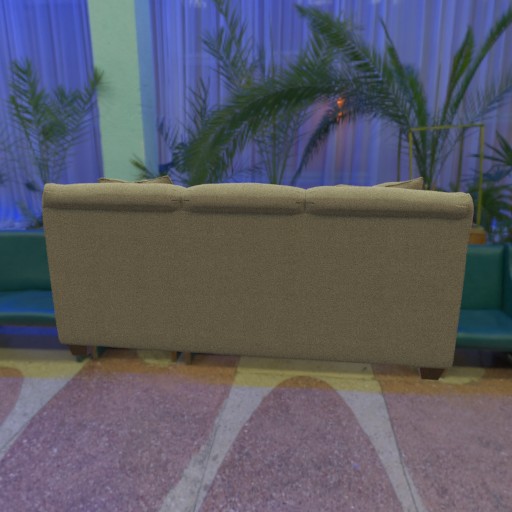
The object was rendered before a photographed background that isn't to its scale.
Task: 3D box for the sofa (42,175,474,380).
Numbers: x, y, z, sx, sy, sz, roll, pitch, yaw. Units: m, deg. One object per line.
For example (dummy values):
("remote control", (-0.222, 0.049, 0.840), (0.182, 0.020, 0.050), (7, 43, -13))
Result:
("sofa", (0.000, 0.000, 2.585), (2.024, 0.958, 0.997), (2, 15, 7))
